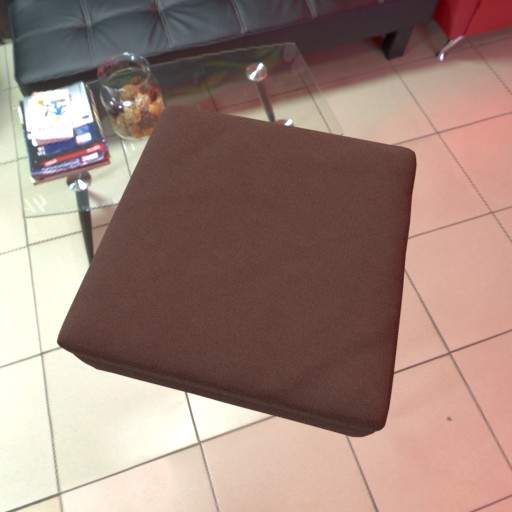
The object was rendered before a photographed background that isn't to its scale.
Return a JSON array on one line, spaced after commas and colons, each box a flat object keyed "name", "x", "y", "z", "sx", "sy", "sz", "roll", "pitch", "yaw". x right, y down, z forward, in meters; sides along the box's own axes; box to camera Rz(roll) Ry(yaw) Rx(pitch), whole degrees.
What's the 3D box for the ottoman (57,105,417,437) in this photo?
[{"name": "ottoman", "x": 0.000, "y": 0.000, "z": 1.871, "sx": 1.181, "sy": 0.470, "sz": 1.181, "roll": 13, "pitch": 64, "yaw": 6}]
